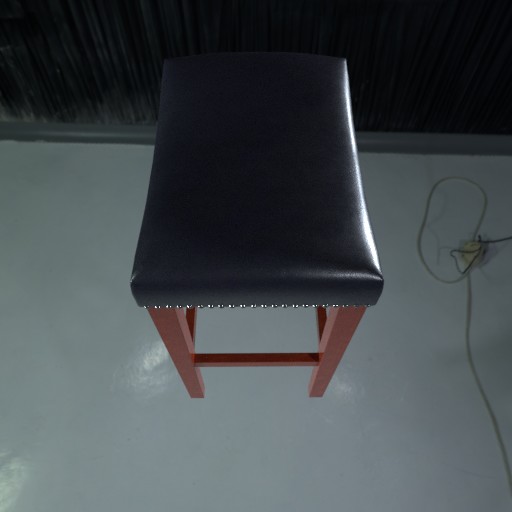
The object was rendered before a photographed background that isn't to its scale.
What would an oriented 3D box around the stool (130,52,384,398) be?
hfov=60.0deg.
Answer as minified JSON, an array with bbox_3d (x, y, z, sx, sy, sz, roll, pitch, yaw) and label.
[{"bbox_3d":[0.000,0.000,1.033,0.372,0.742,0.504,0,59,0],"label":"stool"}]
